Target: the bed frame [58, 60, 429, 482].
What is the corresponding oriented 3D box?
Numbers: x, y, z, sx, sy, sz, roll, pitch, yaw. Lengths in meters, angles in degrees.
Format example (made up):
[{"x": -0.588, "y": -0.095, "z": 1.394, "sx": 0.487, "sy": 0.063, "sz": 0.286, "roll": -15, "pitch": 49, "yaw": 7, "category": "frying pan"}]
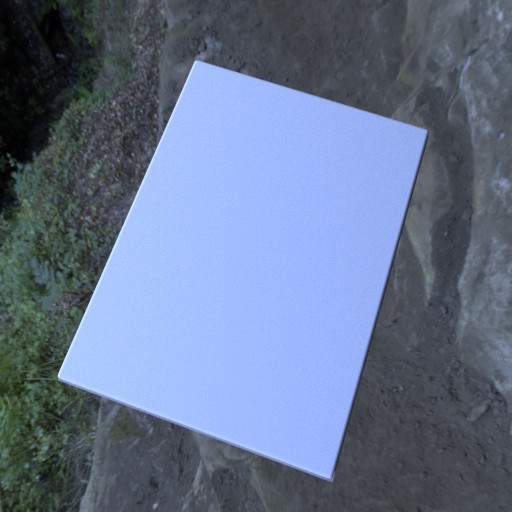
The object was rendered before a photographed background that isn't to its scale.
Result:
[{"x": 0.000, "y": 0.000, "z": 2.547, "sx": 1.448, "sy": 0.490, "sz": 1.944, "roll": 19, "pitch": 77, "yaw": 4, "category": "bed frame"}]
